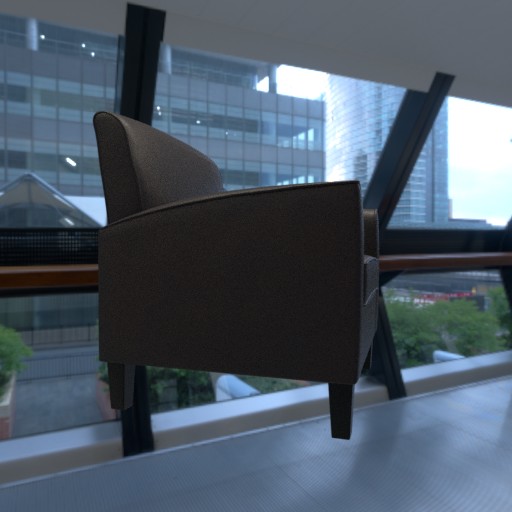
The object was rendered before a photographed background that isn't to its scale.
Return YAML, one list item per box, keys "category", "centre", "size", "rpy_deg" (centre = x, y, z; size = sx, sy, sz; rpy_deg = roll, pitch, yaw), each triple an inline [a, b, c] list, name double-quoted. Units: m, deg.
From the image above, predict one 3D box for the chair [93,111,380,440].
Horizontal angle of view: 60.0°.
- category: "chair"
  centre: [0.000, 0.000, 1.578]
  size: [0.819, 0.916, 0.820]
  rpy_deg: [0, 0, 18]
